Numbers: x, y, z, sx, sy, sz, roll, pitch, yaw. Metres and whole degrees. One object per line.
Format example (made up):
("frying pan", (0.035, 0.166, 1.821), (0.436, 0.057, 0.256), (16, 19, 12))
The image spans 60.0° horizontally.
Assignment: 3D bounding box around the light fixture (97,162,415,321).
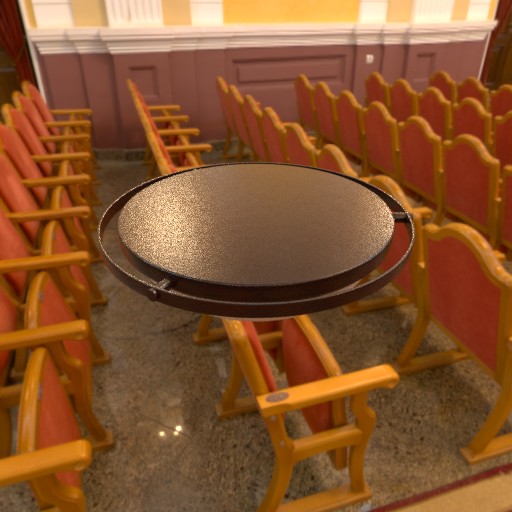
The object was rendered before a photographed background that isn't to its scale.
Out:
("light fixture", (0.000, 0.000, 0.556), (0.361, 0.130, 0.361), (0, 31, 0))
